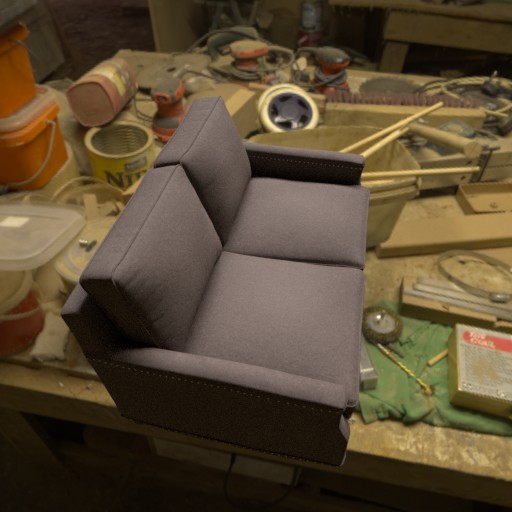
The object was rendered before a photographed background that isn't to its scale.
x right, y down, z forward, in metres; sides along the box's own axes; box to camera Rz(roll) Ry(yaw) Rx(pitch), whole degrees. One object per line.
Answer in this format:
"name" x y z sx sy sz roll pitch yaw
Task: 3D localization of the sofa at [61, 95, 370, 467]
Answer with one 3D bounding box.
"sofa" 0.000 0.000 2.196 1.084 1.003 1.597 9 46 8
